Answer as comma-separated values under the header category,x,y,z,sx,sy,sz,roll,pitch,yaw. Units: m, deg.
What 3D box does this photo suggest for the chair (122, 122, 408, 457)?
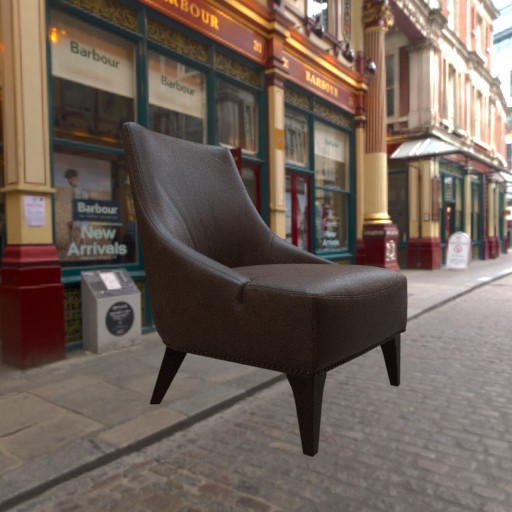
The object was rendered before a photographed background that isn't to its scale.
category,x,y,z,sx,sy,sz,roll,pitch,yaw
chair,0.000,0.000,1.511,0.861,0.909,0.701,1,2,36
